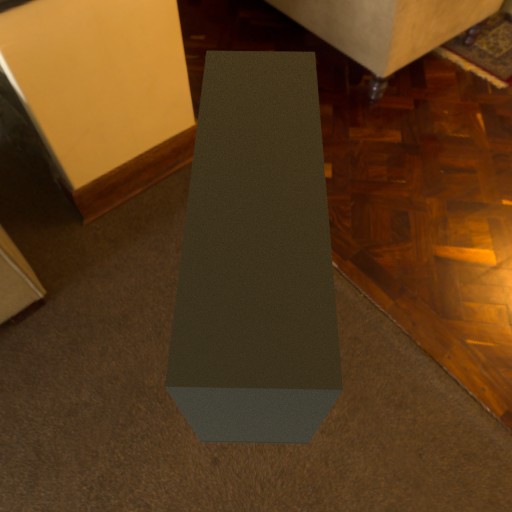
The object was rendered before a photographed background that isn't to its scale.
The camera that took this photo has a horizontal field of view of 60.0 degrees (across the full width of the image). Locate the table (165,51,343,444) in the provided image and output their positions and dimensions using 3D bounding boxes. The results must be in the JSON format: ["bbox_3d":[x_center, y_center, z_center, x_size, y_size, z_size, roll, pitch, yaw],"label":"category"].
[{"bbox_3d":[0.000,0.000,1.642,0.400,0.855,1.200,1,59,1],"label":"table"}]
